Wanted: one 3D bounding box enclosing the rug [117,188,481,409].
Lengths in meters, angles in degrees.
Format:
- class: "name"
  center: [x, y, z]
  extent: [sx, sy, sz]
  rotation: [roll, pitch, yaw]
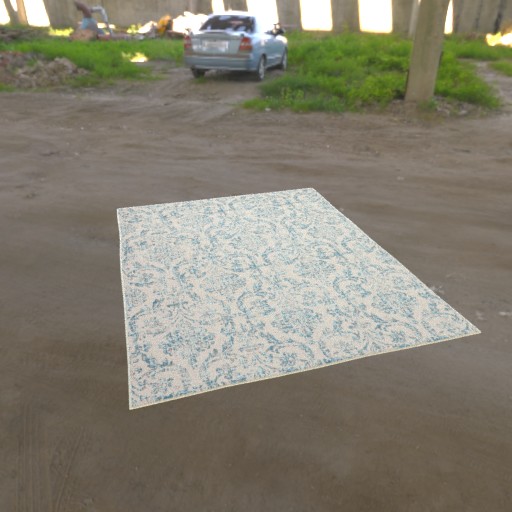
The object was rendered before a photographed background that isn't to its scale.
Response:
- class: "rug"
  center: [0.000, 0.000, 4.015]
  extent: [2.363, 0.012, 2.980]
  rotation: [-8, 30, -15]
